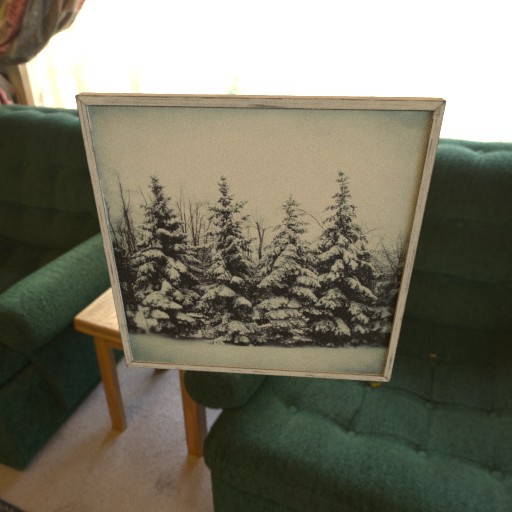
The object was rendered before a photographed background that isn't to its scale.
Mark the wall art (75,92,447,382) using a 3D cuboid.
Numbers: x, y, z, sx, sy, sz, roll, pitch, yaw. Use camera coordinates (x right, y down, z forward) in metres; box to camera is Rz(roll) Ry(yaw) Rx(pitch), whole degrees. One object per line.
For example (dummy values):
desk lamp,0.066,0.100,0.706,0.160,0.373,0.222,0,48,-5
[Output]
wall art,0.000,0.000,1.106,0.761,0.761,0.037,2,29,4
